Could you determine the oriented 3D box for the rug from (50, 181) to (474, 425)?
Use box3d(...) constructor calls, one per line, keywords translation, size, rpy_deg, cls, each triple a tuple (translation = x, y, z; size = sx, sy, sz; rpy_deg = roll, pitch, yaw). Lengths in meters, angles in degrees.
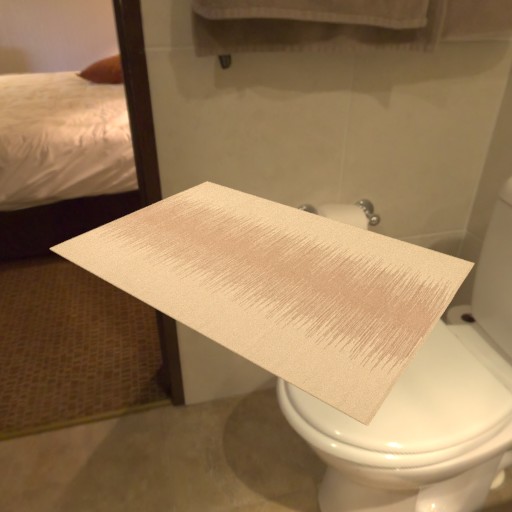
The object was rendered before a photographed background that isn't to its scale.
box3d(translation=(0.000, 0.000, 2.305), size=(1.850, 0.006, 1.234), rpy_deg=(22, 37, 32), cls="rug")
